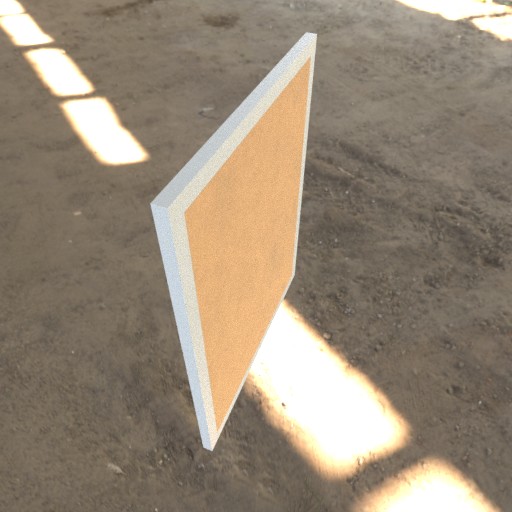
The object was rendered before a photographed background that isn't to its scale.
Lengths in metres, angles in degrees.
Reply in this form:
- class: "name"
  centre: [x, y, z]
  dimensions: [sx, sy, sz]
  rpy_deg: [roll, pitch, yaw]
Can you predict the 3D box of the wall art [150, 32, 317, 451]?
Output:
- class: "wall art"
  centre: [0.000, 0.000, 1.076]
  dimensions: [0.026, 0.811, 0.661]
  rpy_deg: [16, 48, 15]
